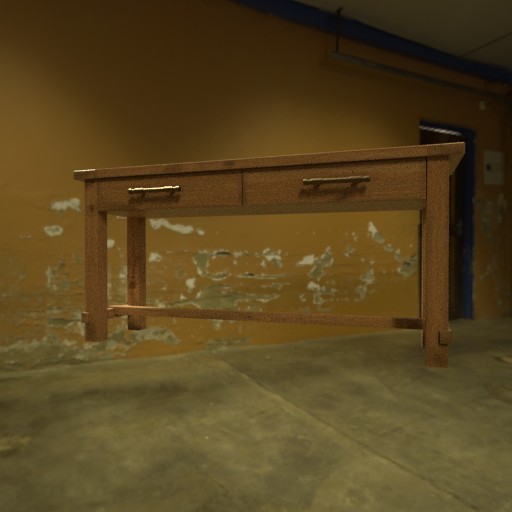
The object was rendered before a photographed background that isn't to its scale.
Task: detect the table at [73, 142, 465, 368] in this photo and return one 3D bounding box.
[{"bbox_3d":[0.000,0.000,1.912,1.599,0.762,0.442,0,0,18],"label":"table"}]
